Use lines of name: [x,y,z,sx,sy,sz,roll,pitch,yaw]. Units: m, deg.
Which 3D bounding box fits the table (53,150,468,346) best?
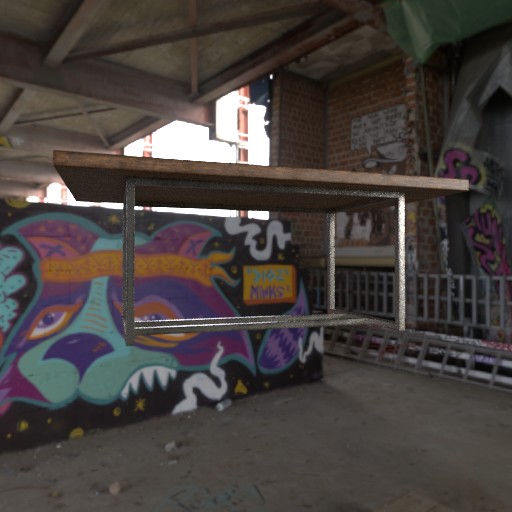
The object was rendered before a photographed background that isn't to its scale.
table: [0.000,0.000,2.518,1.989,0.795,1.078,0,-1,-18]
